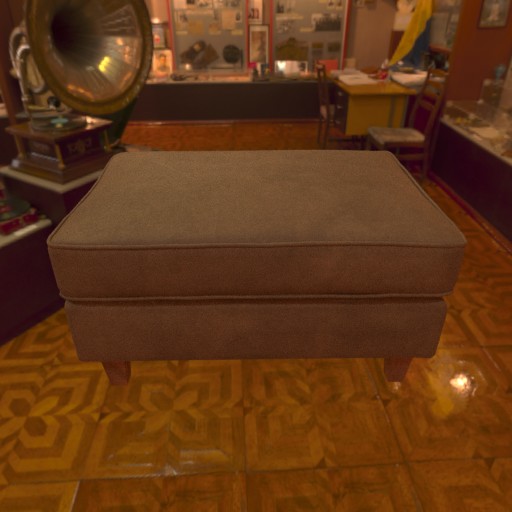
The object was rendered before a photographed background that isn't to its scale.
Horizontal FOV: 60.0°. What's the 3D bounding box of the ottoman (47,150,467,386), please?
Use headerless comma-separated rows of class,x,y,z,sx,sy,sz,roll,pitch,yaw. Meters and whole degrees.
ottoman,0.000,0.000,1.208,0.860,0.481,0.596,-1,31,-1
